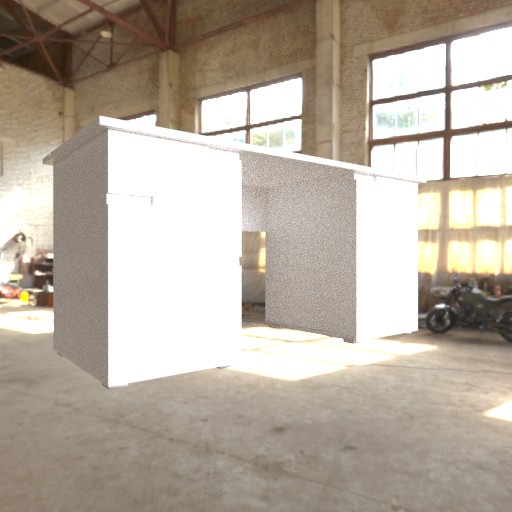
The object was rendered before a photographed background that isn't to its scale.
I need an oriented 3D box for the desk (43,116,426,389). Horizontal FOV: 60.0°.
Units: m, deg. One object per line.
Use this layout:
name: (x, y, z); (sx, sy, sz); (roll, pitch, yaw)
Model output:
desk: (0.000, 0.000, 1.942); (1.580, 0.760, 0.670); (0, 0, -38)
